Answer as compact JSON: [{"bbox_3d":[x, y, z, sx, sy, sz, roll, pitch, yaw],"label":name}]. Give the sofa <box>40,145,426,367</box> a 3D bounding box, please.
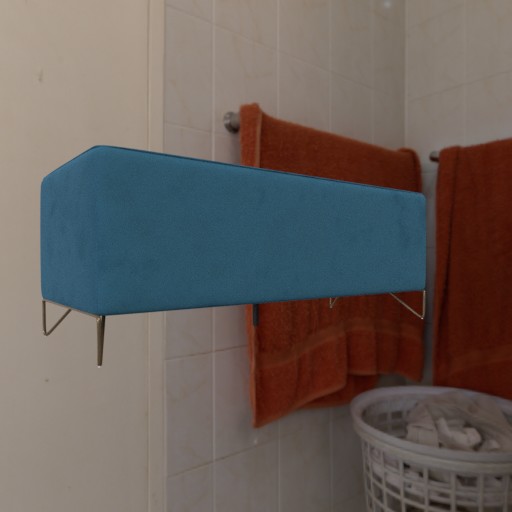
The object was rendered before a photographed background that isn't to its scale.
[{"bbox_3d":[0.000,0.000,2.492,2.087,0.789,0.867,0,0,-38],"label":"sofa"}]
